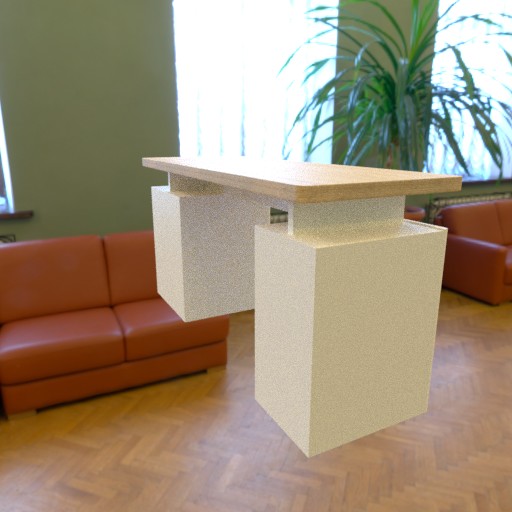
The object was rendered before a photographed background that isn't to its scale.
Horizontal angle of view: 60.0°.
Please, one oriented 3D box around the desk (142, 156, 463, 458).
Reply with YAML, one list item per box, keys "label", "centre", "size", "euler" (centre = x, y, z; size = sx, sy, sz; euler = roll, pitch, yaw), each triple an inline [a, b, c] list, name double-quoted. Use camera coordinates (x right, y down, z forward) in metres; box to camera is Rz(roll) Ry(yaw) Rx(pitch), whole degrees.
- label: "desk"
  centre: [0.000, 0.000, 1.860]
  size: [0.550, 0.755, 1.500]
  euler: [-8, 17, -27]
